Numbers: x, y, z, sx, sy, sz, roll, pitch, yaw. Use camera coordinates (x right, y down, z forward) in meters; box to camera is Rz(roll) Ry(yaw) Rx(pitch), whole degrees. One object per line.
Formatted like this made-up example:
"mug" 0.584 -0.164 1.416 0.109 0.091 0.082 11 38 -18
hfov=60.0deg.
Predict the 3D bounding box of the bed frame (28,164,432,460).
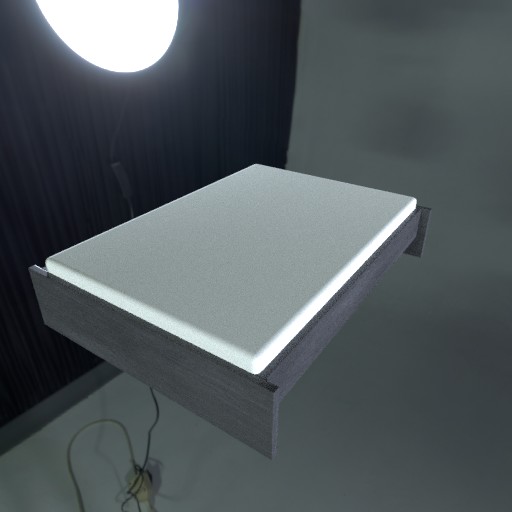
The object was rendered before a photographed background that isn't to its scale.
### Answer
"bed frame" 0.000 0.000 2.672 1.490 0.432 1.950 19 34 30
